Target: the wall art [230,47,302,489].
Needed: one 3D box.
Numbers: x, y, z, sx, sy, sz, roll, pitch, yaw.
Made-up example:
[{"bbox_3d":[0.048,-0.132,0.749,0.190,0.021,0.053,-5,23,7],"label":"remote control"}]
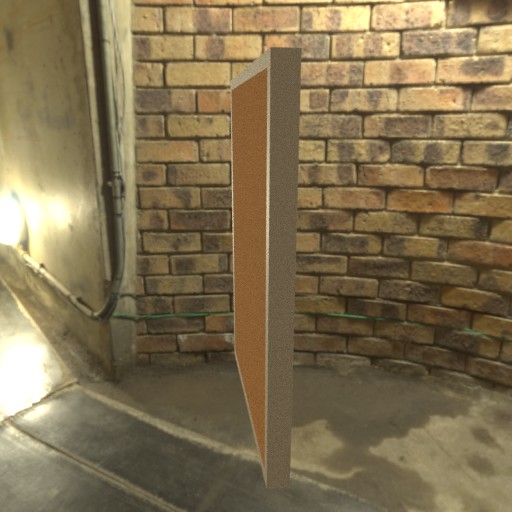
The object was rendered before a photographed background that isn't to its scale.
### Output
[{"bbox_3d":[0.000,0.000,0.841,0.038,0.657,0.450,-3,17,-9],"label":"wall art"}]
